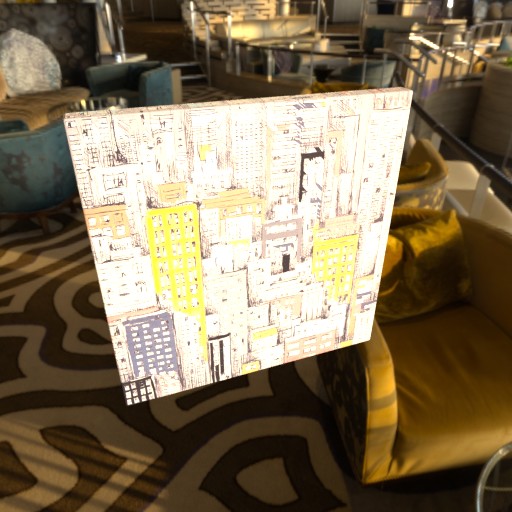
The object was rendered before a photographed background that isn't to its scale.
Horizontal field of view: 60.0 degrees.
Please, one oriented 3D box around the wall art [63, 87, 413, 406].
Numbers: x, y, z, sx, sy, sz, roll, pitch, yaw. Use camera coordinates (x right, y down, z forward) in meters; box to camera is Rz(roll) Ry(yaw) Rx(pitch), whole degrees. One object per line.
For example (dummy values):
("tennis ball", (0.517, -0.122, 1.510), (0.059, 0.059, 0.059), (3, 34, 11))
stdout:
("wall art", (0.000, 0.000, 0.898), (0.607, 0.608, 0.038), (-11, 33, -17))
